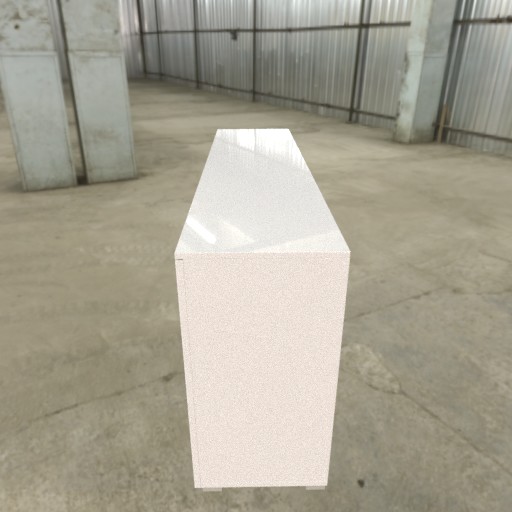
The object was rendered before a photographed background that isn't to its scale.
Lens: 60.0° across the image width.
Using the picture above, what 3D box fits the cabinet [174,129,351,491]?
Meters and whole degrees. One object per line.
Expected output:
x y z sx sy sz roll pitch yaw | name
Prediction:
0.000 0.000 1.921 0.400 0.800 1.650 0 25 -1 | cabinet
